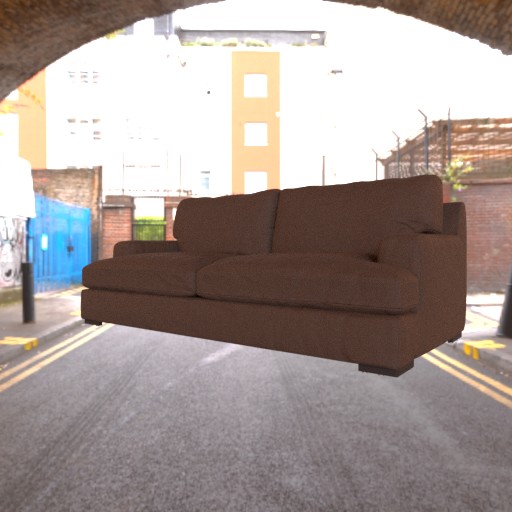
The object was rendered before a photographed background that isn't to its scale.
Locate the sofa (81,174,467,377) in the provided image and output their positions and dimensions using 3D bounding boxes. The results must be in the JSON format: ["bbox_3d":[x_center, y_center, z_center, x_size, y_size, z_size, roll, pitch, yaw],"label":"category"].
[{"bbox_3d":[0.000,0.000,2.820,2.274,0.950,1.140,0,1,37],"label":"sofa"}]
